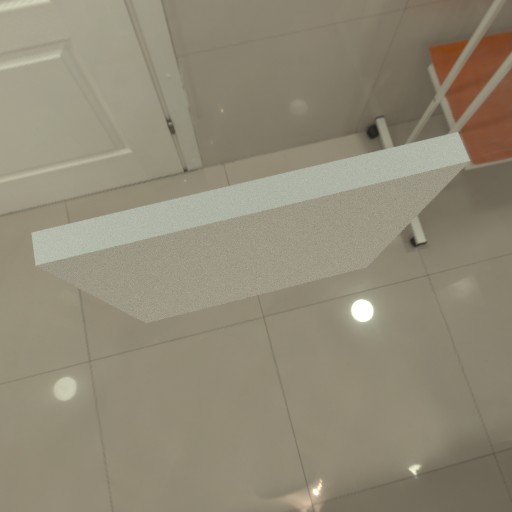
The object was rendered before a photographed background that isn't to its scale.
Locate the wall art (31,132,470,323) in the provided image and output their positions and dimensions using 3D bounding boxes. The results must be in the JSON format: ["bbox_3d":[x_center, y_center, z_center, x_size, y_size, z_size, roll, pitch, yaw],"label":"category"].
[{"bbox_3d":[0.000,0.000,0.525,0.355,0.355,0.027,-14,75,-4],"label":"wall art"}]
